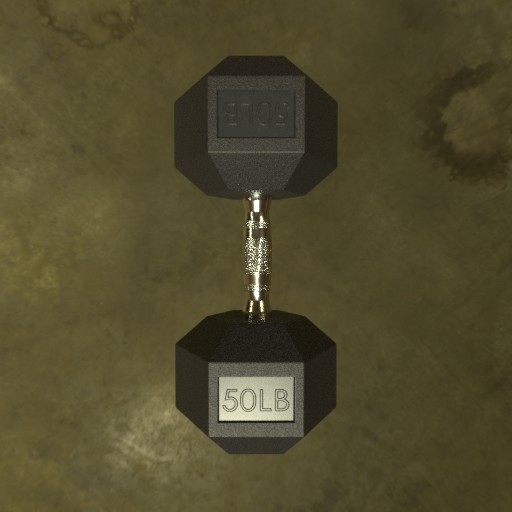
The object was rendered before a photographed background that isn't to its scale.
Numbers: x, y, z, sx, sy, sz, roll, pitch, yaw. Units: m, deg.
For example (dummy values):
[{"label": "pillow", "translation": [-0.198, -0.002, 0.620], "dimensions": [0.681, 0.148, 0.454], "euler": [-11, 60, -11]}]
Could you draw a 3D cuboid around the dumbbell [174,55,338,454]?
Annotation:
[{"label": "dumbbell", "translation": [0.000, 0.000, 0.472], "dimensions": [0.173, 0.150, 0.384], "euler": [0, 91, 0]}]
